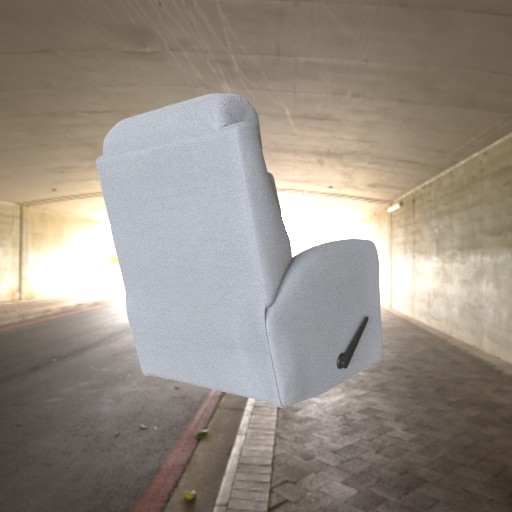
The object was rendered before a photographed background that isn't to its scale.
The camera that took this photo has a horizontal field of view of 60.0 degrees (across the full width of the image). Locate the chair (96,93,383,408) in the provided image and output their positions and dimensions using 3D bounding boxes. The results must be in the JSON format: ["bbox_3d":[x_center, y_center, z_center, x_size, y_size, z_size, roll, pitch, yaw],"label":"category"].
[{"bbox_3d":[0.000,0.000,1.804,0.798,1.013,1.043,-1,-1,37],"label":"chair"}]
